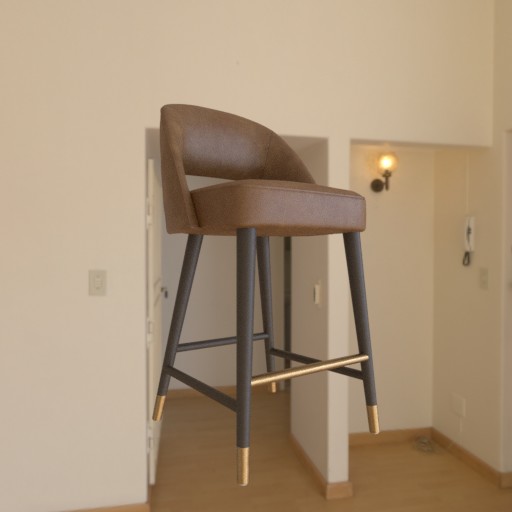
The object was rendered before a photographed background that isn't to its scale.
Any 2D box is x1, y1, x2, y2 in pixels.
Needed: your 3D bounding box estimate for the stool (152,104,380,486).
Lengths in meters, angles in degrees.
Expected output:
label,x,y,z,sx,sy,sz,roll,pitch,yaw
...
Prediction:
label,x,y,z,sx,sy,sz,roll,pitch,yaw
stool,0.000,0.000,1.239,0.494,0.940,0.509,-1,1,-37
